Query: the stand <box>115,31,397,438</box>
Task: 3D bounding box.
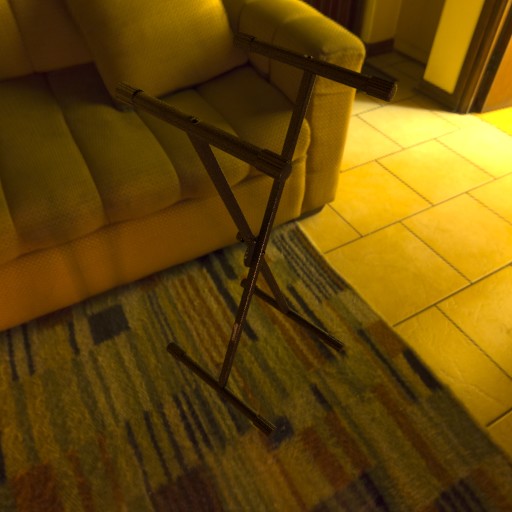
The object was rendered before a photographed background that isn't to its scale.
[{"bbox_3d":[0.000,0.000,1.169,0.449,0.940,0.409,32,55,26],"label":"stand"}]
